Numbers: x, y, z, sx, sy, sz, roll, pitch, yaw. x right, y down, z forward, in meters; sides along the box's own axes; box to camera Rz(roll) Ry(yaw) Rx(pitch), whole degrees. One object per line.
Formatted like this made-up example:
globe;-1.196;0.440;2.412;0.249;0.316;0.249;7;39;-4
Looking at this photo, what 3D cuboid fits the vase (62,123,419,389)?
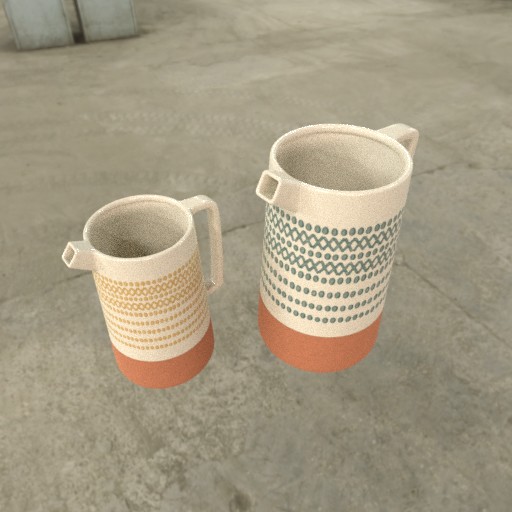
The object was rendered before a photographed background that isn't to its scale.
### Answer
vase;0.000;0.000;0.459;0.326;0.247;0.168;0;42;0
